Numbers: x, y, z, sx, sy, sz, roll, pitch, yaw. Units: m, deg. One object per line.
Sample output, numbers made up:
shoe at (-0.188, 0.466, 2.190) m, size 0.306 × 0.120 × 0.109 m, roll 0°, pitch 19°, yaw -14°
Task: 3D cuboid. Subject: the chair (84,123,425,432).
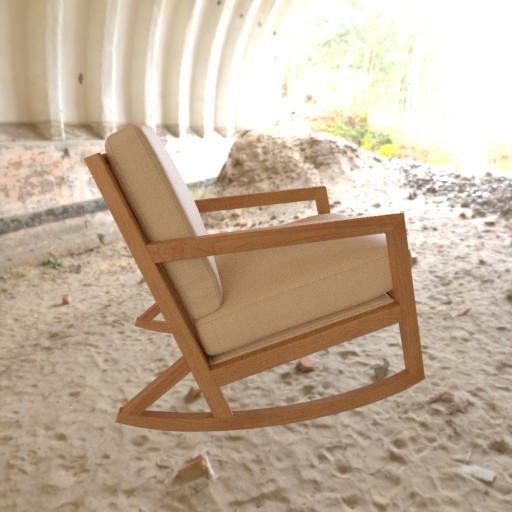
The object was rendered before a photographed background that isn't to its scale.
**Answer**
chair at (0.000, 0.000, 1.393) m, size 0.857 × 0.790 × 0.622 m, roll -3°, pitch 16°, yaw -10°
